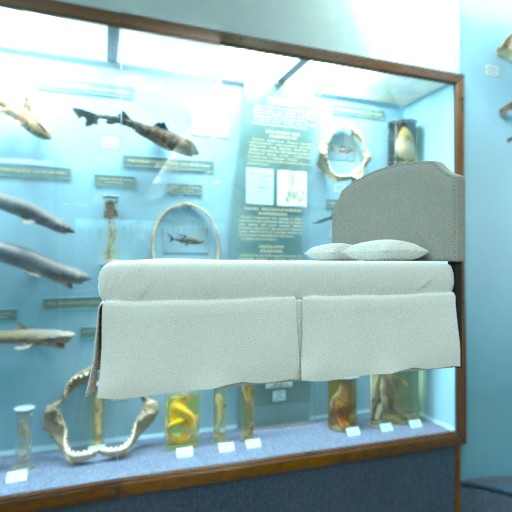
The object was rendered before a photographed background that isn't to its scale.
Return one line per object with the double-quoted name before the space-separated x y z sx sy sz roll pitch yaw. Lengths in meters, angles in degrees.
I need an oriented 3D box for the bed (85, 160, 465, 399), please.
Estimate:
"bed" 0.000 0.000 2.917 1.999 1.270 1.558 0 0 -17
